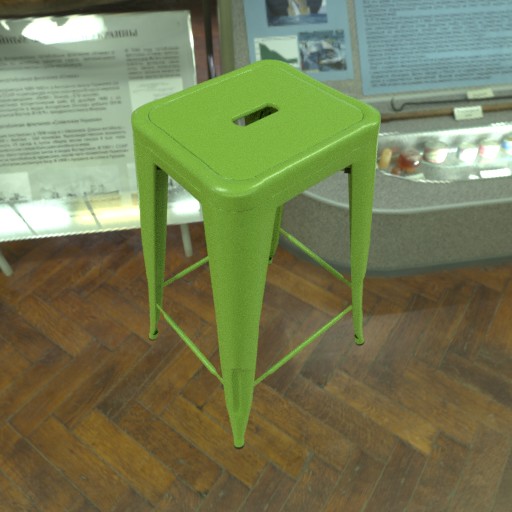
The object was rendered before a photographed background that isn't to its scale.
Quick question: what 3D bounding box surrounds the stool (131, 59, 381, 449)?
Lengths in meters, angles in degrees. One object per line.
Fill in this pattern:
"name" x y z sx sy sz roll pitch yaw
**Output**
"stool" 0.000 0.000 0.854 0.398 0.609 0.358 -32 55 -26
